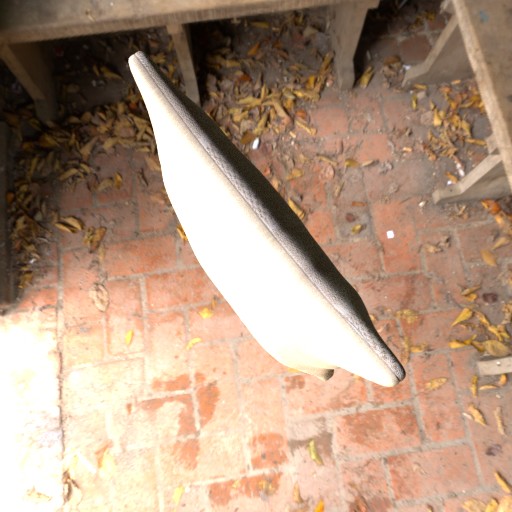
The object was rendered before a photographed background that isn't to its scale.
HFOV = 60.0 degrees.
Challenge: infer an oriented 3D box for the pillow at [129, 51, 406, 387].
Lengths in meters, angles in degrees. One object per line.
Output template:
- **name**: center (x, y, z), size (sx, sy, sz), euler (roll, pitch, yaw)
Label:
- **pillow**: center (0.000, 0.000, 0.643), size (0.138, 0.432, 0.436), euler (-36, 78, -9)
